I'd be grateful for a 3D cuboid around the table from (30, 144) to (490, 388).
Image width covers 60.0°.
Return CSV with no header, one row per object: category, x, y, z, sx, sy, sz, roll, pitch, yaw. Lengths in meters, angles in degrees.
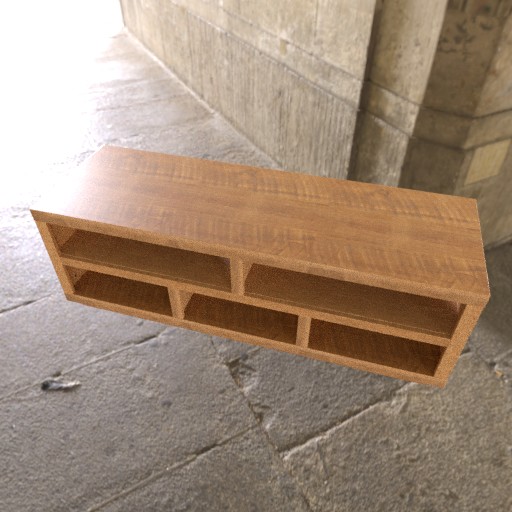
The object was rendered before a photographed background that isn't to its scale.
table,0.000,0.000,1.728,1.499,0.491,0.499,11,42,12
